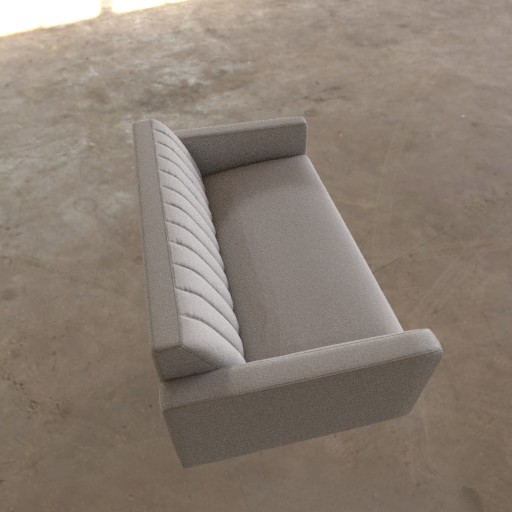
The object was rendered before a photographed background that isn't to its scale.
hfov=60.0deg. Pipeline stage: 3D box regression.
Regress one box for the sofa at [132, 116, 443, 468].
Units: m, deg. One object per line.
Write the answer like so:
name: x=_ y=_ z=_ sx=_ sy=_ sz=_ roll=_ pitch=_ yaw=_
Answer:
sofa: x=0.000 y=0.000 z=2.086 sx=0.950 sy=0.801 sz=1.585 roll=-10 pitch=47 yaw=-9
